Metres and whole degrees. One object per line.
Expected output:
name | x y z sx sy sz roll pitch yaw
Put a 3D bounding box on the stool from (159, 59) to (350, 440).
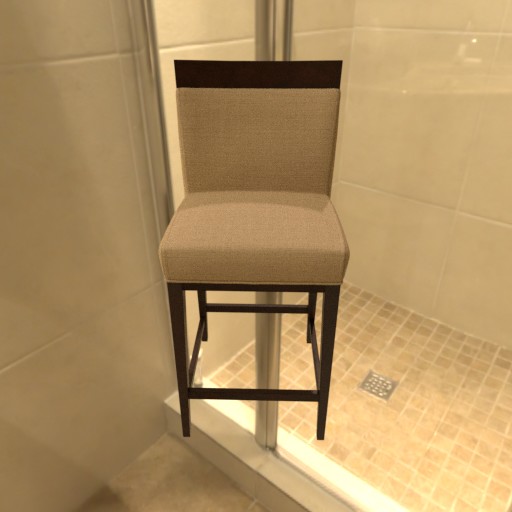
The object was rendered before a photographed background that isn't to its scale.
stool | 0.000 0.000 1.429 0.511 1.117 0.531 1 30 1
